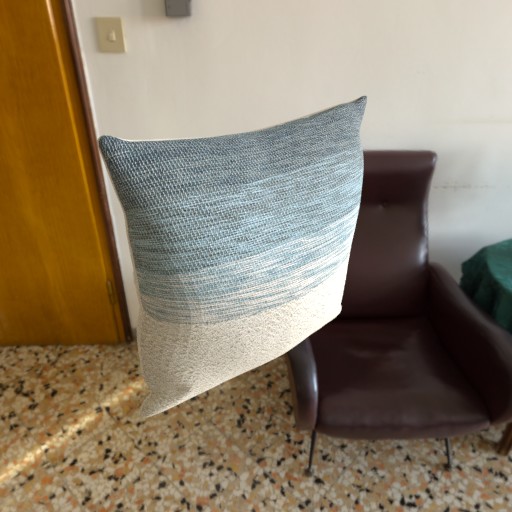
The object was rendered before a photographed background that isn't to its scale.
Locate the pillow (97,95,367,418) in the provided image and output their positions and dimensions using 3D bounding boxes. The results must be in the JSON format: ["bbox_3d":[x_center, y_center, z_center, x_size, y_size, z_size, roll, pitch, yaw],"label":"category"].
[{"bbox_3d":[0.000,0.000,0.687,0.440,0.441,0.182,-21,36,-31],"label":"pillow"}]
